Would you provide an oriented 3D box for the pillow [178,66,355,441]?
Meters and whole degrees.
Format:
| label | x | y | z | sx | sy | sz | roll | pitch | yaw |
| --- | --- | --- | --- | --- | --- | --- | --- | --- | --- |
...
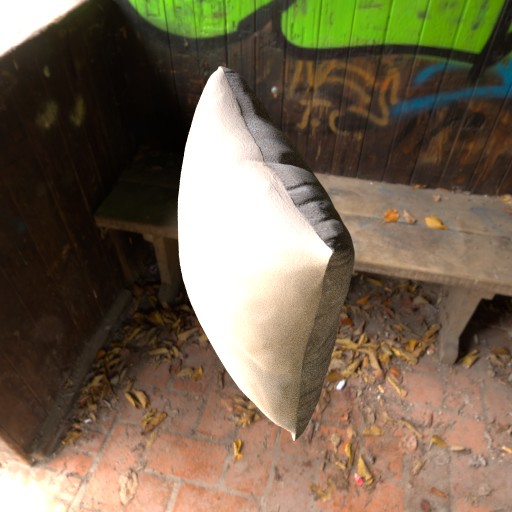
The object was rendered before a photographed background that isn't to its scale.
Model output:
| label | x | y | z | sx | sy | sz | roll | pitch | yaw |
| --- | --- | --- | --- | --- | --- | --- | --- | --- | --- |
| pillow | 0.000 | 0.000 | 0.728 | 0.245 | 0.448 | 0.450 | -11 | 47 | -11 |
